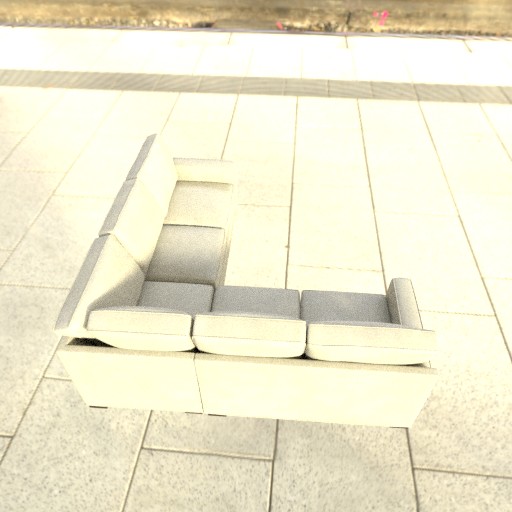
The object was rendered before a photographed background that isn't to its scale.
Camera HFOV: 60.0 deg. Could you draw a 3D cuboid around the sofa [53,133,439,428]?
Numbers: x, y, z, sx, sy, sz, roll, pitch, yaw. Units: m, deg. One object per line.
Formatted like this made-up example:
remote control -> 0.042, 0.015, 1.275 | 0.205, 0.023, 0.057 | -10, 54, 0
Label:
sofa -> 0.000, 0.000, 3.416 | 2.188, 0.936, 2.211 | 2, 45, 2
